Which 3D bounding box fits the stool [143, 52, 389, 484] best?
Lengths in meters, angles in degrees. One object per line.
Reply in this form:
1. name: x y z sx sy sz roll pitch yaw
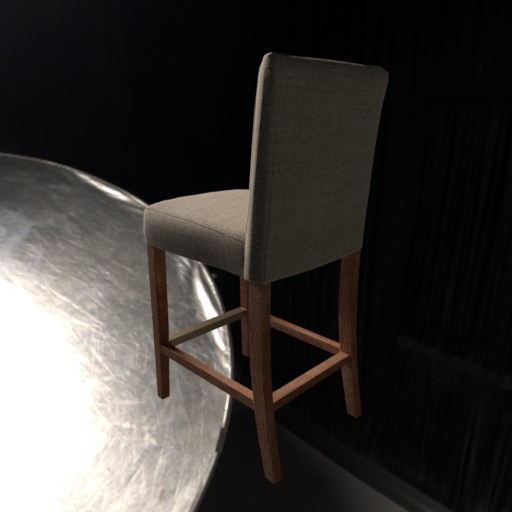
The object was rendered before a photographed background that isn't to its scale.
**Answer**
1. stool: 0.000 0.000 1.322 0.454 1.039 0.567 -17 24 -42
